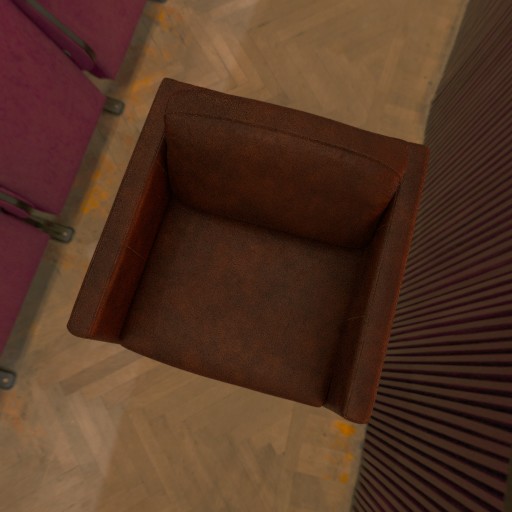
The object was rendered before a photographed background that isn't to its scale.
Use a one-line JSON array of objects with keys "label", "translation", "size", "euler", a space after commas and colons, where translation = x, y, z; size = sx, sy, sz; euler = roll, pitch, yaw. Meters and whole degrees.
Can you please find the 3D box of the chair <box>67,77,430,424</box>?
[{"label": "chair", "translation": [0.000, 0.000, 1.718], "size": [0.990, 0.864, 0.975], "euler": [16, 77, 4]}]
